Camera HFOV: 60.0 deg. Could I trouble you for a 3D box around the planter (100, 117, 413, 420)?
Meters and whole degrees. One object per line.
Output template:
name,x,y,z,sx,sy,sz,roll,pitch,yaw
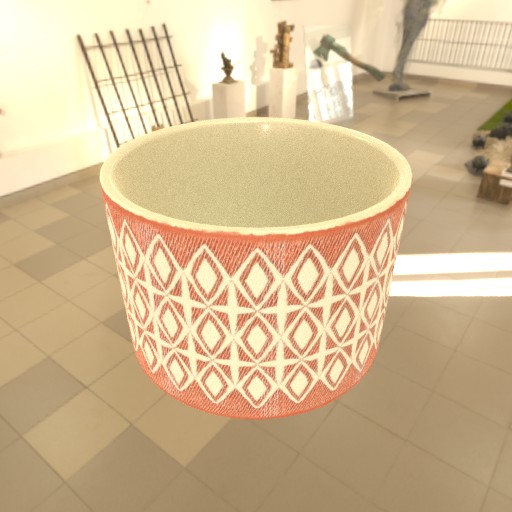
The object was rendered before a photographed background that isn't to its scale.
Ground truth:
planter,0.000,0.000,0.322,0.192,0.148,0.192,0,33,0
